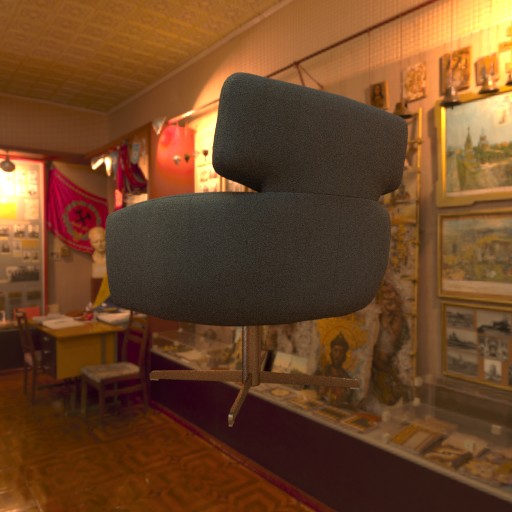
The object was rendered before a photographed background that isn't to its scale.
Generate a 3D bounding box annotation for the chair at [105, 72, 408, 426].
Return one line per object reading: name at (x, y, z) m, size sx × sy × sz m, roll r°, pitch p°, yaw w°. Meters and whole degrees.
chair at (0.000, 0.000, 1.377) m, size 0.738 × 0.813 × 0.761 m, roll -1°, pitch 2°, yaw -37°
